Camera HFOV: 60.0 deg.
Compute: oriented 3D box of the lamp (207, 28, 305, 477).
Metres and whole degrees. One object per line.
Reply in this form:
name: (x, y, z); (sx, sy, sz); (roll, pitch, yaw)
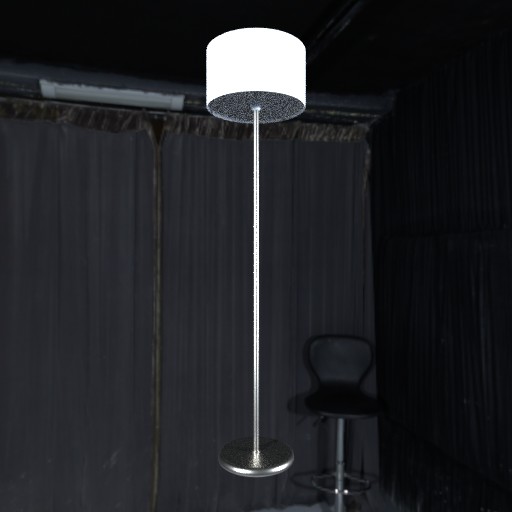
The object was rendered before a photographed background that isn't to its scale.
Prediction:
lamp: (0.000, 0.000, 1.577); (0.347, 1.443, 0.347); (0, 0, -17)
